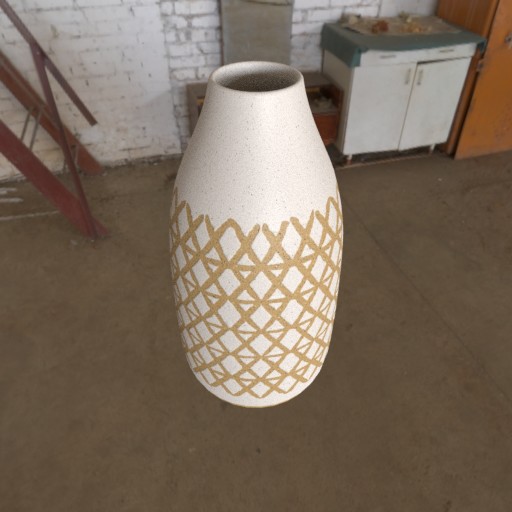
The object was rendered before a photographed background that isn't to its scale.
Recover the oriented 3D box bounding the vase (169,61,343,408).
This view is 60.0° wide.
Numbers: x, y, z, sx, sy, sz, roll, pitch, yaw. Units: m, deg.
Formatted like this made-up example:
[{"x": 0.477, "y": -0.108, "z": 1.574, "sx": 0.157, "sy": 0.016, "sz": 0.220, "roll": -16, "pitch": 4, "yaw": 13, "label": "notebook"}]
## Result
[{"x": 0.000, "y": 0.000, "z": 0.477, "sx": 0.186, "sy": 0.380, "sz": 0.186, "roll": 0, "pitch": 41, "yaw": 0, "label": "vase"}]
